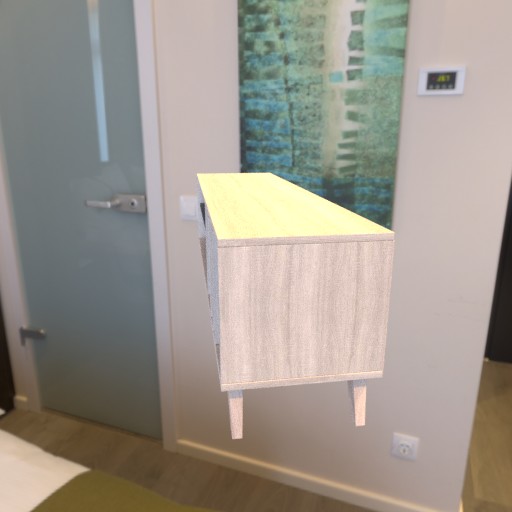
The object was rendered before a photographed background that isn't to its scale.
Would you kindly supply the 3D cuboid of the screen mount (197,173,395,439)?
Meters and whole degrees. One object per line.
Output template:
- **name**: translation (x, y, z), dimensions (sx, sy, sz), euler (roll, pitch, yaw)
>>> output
- **screen mount**: translation (0.000, 0.000, 1.742), dimensions (0.401, 0.509, 1.500), euler (-2, 16, -9)
